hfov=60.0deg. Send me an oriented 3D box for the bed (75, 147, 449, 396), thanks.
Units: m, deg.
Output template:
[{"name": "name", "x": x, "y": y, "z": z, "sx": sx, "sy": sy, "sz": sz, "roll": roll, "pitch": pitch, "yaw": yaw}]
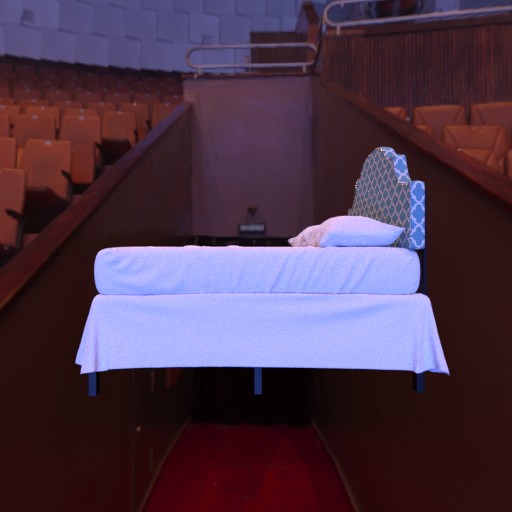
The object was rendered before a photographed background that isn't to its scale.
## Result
[{"name": "bed", "x": 0.000, "y": 0.000, "z": 3.377, "sx": 2.222, "sy": 1.633, "sz": 1.780, "roll": 0, "pitch": 0, "yaw": -2}]
